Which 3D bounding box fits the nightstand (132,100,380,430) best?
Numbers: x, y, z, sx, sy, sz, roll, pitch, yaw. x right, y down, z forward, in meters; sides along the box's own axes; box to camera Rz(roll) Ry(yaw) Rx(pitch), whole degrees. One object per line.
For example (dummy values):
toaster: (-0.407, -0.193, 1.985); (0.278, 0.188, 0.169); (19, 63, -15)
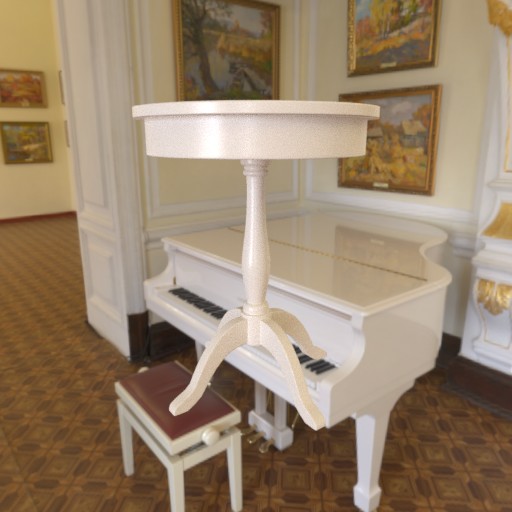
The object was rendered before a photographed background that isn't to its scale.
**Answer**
nightstand: (0.000, 0.000, 1.033); (0.513, 0.653, 0.513); (-8, 17, -26)
